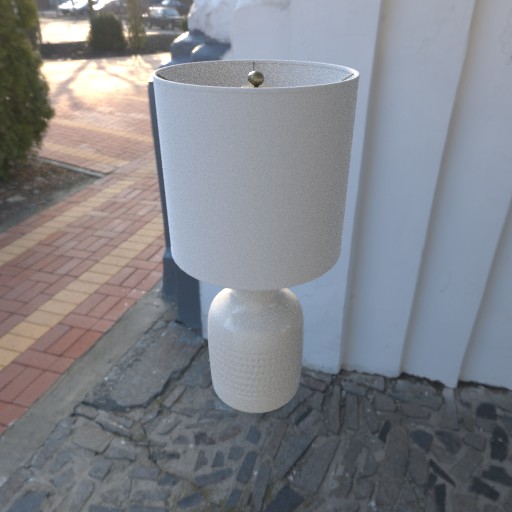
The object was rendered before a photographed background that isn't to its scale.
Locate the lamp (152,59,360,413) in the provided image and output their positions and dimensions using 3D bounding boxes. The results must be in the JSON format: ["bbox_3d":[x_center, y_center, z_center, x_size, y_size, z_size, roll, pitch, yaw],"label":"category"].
[{"bbox_3d":[0.000,0.000,0.505,0.188,0.392,0.188,20,36,31],"label":"lamp"}]
